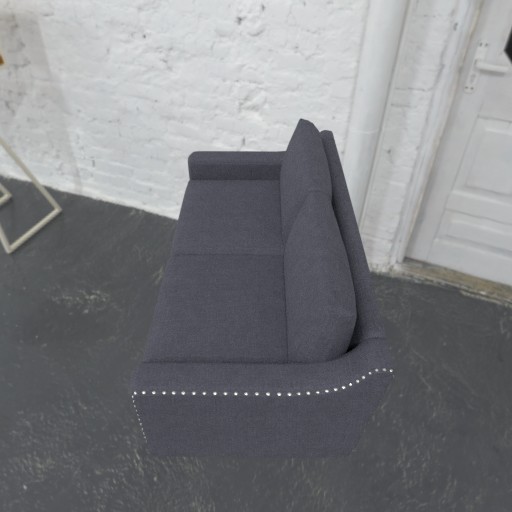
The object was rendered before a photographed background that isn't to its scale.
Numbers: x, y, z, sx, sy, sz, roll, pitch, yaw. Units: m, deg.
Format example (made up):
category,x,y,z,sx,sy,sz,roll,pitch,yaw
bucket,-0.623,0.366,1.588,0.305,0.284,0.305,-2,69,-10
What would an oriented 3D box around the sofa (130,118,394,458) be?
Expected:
category,x,y,z,sx,sy,sz,roll,pitch,yaw
sofa,0.000,0.000,3.284,1.336,1.196,2.550,0,41,1
